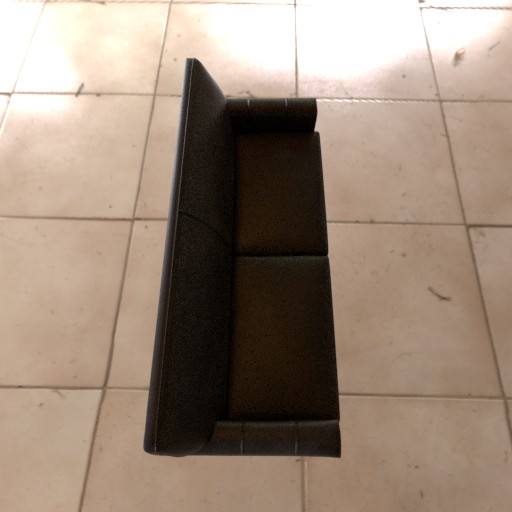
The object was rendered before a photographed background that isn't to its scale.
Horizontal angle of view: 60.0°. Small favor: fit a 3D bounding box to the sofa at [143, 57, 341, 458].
[{"bbox_3d":[0.000,0.000,2.454,0.805,0.947,2.053,0,64,0],"label":"sofa"}]
